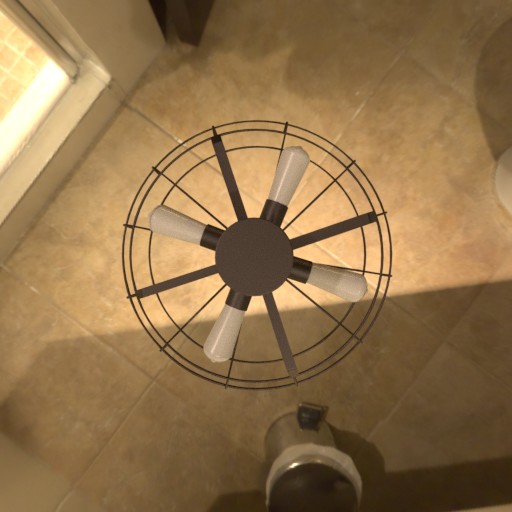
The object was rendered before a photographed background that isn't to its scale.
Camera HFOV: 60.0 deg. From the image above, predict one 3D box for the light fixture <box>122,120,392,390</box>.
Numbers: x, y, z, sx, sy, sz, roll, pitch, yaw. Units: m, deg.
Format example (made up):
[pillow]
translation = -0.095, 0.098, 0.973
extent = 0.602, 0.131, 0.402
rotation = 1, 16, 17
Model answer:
[light fixture]
translation = 0.000, 0.000, 0.895
extent = 0.582, 0.311, 0.582
rotation = 0, 90, 1
